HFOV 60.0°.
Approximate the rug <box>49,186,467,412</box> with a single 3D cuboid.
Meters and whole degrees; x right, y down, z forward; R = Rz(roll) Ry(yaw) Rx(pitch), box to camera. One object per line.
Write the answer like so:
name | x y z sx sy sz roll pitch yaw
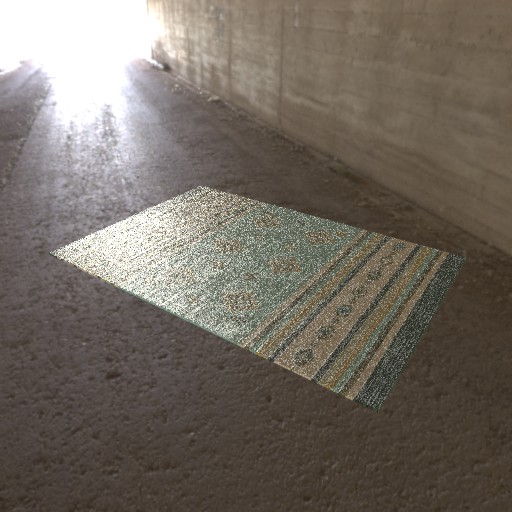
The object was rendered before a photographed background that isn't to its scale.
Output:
rug | 0.000 0.000 2.312 1.811 0.010 1.212 19 35 30
